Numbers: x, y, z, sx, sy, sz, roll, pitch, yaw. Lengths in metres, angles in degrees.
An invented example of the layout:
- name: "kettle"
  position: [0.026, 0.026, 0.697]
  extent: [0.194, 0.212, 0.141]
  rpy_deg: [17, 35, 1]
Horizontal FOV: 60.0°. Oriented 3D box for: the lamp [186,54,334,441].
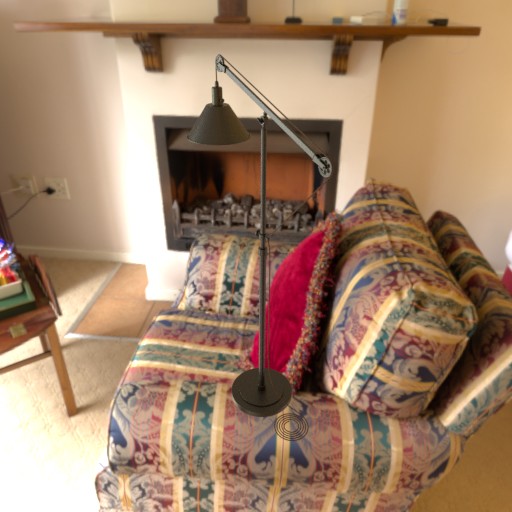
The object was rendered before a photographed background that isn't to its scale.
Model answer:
- name: "lamp"
  position: [0.000, 0.000, 2.003]
  extent: [0.319, 1.626, 0.904]
  rpy_deg: [-18, 34, -28]
